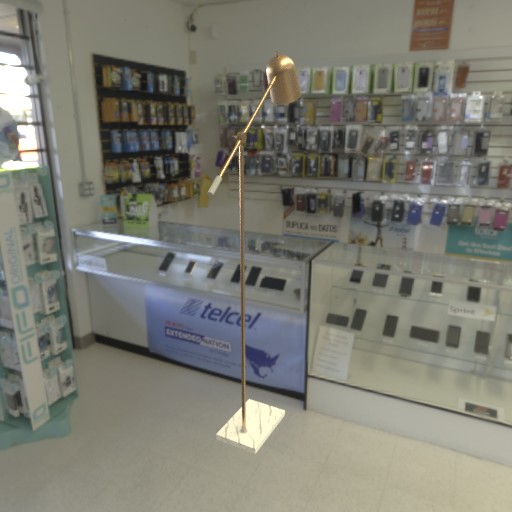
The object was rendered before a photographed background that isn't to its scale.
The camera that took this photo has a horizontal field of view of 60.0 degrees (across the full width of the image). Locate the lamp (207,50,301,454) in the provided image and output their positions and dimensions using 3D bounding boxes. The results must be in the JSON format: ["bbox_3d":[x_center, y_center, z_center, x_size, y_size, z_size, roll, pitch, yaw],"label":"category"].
[{"bbox_3d":[0.000,0.000,1.819,0.194,1.594,0.653,9,18,27],"label":"lamp"}]
